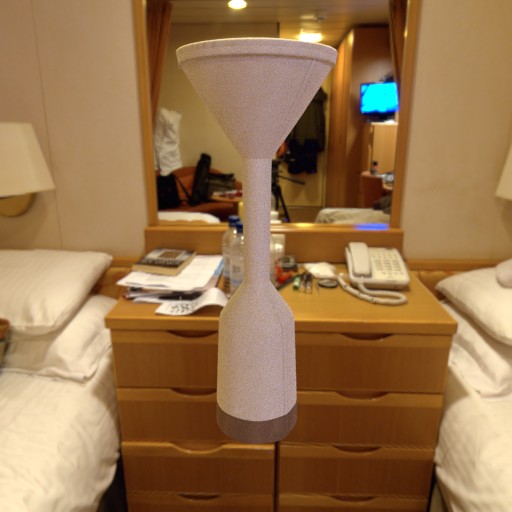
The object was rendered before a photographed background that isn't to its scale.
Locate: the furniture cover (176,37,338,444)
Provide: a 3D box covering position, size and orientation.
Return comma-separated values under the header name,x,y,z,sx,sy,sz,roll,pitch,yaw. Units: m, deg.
name,x,y,z,sx,sy,sz,roll,pitch,yaw
furniture cover,0.000,0.000,2.864,0.914,2.413,0.914,-15,22,-42
